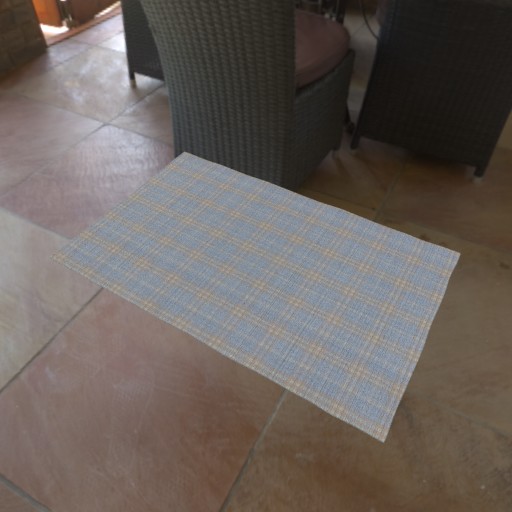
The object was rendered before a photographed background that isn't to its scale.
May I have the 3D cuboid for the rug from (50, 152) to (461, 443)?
[{"bbox_3d":[0.000,0.000,3.116,2.460,0.016,1.545,24,51,21],"label":"rug"}]
